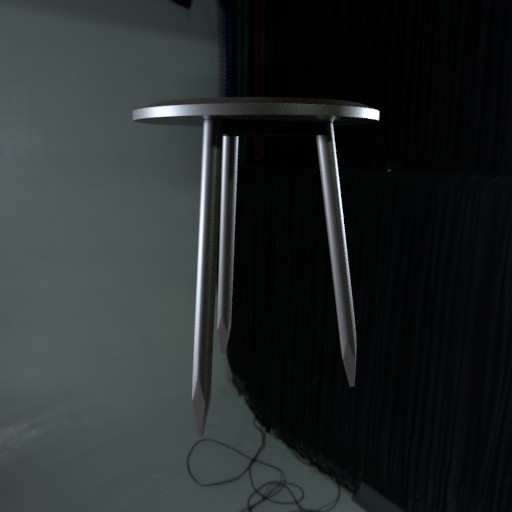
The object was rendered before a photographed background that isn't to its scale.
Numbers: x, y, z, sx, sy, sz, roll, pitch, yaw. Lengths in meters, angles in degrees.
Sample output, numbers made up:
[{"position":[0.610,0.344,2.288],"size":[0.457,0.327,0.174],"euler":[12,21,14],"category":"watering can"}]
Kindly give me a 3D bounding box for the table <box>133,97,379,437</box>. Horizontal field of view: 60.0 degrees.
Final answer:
[{"position":[0.000,0.000,0.920],"size":[0.457,0.585,0.457],"euler":[0,14,0],"category":"table"}]
